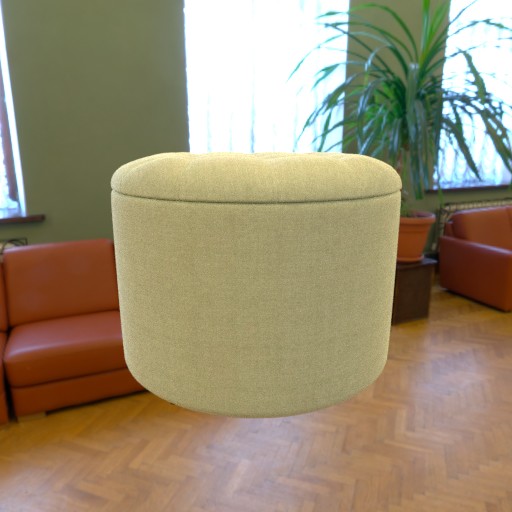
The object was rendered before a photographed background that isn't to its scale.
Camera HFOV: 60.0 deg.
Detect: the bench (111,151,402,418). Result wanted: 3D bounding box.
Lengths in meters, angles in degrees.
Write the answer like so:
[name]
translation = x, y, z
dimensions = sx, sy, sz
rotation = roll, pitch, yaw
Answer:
[bench]
translation = 0.000, 0.000, 0.995
dimensions = 0.600, 0.453, 0.600
rotation = 0, 15, 0
